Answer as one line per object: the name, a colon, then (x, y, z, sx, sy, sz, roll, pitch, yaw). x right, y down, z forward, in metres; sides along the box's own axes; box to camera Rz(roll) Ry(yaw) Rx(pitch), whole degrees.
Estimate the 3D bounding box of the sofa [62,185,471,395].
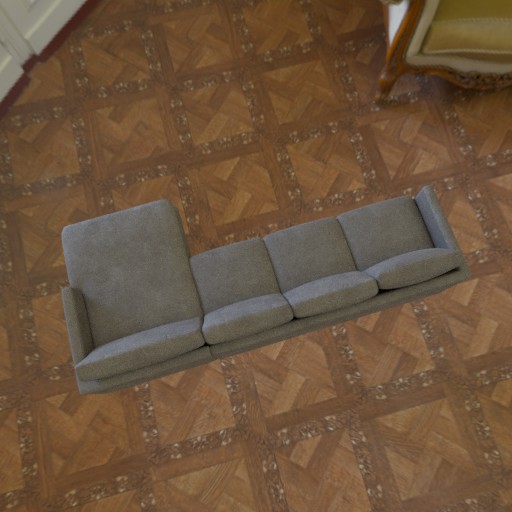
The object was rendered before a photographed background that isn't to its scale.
sofa: (0.000, 0.000, 4.143, 3.471, 0.950, 1.604, -16, 75, -5)
